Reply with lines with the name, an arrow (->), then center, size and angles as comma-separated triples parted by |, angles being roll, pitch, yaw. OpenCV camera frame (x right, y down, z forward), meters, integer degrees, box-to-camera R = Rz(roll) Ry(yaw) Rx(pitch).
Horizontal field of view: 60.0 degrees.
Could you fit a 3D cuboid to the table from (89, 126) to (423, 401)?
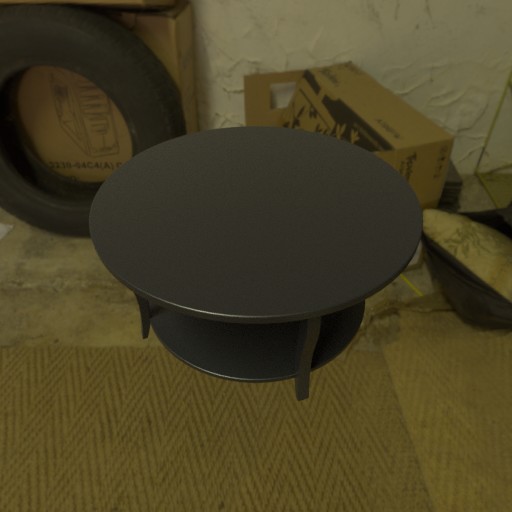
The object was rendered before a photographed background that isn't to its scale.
table -> 0.000, 0.000, 1.409 | 0.914, 0.457, 0.914 | 0, 41, 0
